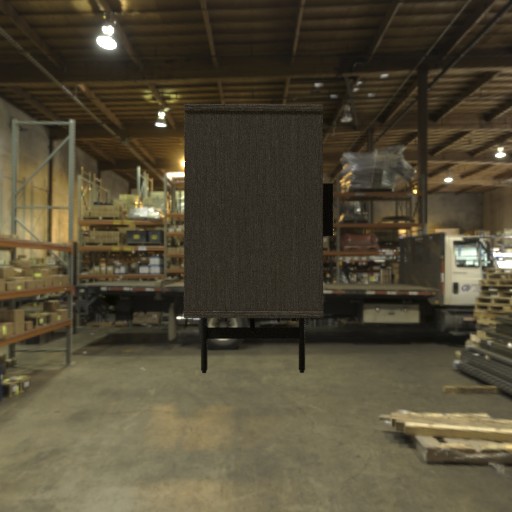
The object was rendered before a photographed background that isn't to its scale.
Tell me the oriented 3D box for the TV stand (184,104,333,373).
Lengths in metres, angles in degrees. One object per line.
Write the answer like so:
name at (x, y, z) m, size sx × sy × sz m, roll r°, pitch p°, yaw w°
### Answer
TV stand at (0.000, 0.000, 2.086) m, size 0.405 × 0.787 × 1.804 m, roll 0°, pitch -1°, yaw -1°
